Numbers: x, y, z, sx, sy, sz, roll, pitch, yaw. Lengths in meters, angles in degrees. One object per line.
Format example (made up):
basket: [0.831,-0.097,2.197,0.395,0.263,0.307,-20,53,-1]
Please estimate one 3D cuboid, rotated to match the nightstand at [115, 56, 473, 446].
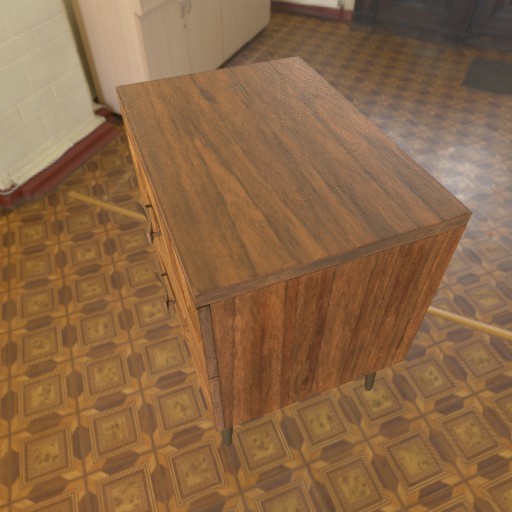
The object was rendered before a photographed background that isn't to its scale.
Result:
nightstand: [0.000,0.000,1.022,0.458,0.610,0.610,-16,48,-15]
